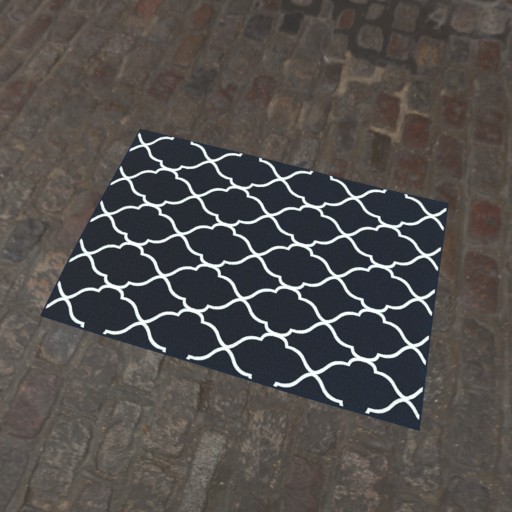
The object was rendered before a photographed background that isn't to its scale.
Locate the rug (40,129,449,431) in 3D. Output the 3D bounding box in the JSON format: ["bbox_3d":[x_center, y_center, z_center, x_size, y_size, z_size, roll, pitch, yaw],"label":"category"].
[{"bbox_3d":[0.000,0.000,2.851,2.294,0.014,1.528,15,65,7],"label":"rug"}]
